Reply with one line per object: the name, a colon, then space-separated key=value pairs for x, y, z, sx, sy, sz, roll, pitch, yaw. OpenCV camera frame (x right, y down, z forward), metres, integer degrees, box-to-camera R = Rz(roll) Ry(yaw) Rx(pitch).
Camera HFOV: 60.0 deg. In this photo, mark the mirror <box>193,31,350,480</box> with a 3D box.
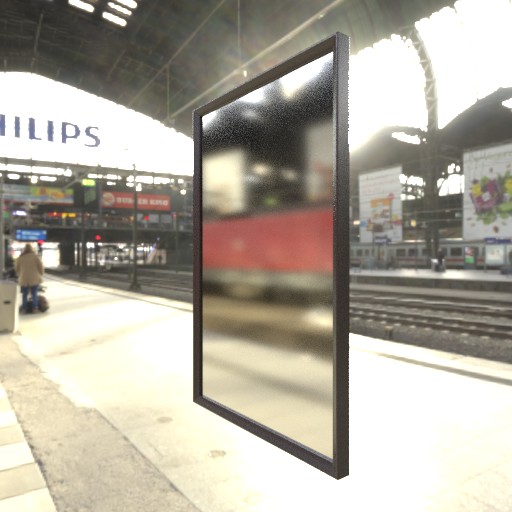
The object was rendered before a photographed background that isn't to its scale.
mirror: x=0.000 y=0.000 z=1.158 sx=0.041 sy=0.915 sz=0.609 roll=0 pitch=0 yaw=-37
